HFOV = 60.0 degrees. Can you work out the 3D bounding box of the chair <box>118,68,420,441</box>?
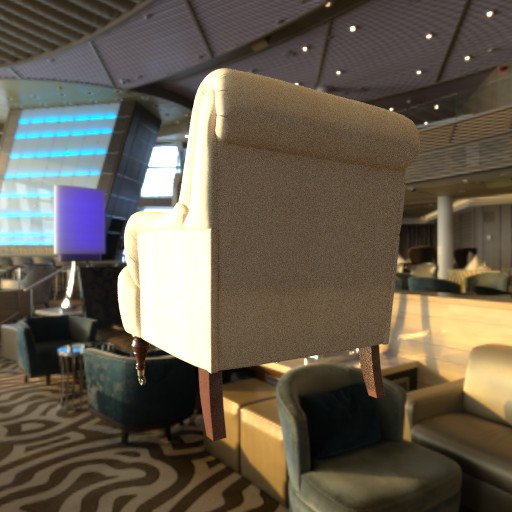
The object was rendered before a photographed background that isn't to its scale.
[{"bbox_3d":[0.000,0.000,1.554,0.766,0.944,0.842,0,0,-34],"label":"chair"}]
